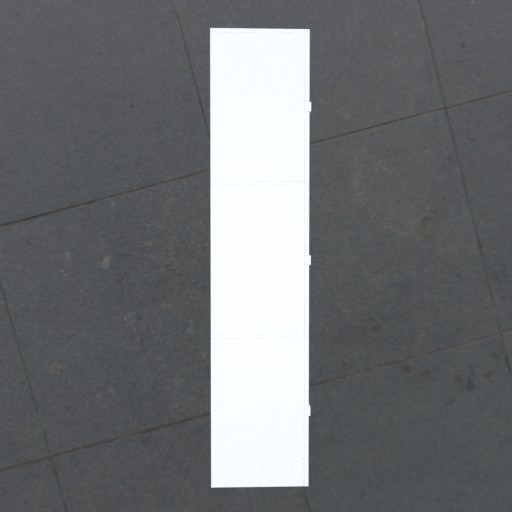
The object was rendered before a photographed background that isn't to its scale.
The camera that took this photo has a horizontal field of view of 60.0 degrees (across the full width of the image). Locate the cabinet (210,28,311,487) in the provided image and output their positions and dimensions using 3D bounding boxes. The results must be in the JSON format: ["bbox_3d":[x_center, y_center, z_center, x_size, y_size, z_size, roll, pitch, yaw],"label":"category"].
[{"bbox_3d":[0.000,0.000,3.795,0.590,2.370,2.700,0,91,-1],"label":"cabinet"}]
